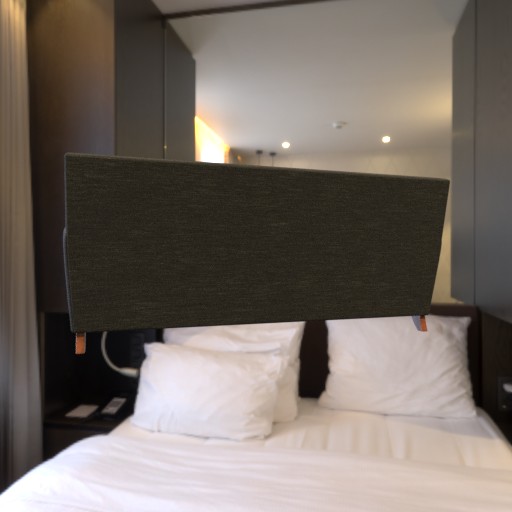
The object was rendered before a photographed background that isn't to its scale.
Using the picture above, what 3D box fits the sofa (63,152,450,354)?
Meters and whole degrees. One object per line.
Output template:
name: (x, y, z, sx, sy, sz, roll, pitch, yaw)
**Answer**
sofa: (0.000, 0.000, 2.481, 1.976, 0.846, 0.875, 0, 0, -18)
